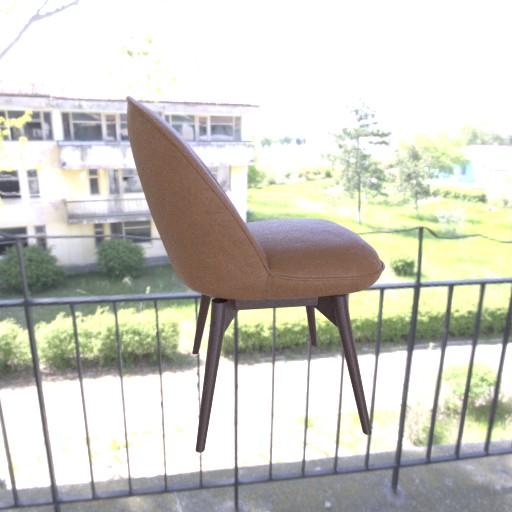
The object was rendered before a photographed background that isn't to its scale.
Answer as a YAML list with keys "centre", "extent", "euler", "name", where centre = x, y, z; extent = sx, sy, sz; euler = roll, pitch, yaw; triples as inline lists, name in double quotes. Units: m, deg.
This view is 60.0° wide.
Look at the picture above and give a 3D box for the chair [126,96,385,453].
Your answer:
- centre: [0.000, 0.000, 1.235]
  extent: [0.631, 0.831, 0.521]
  euler: [-2, 16, -8]
  name: "chair"
